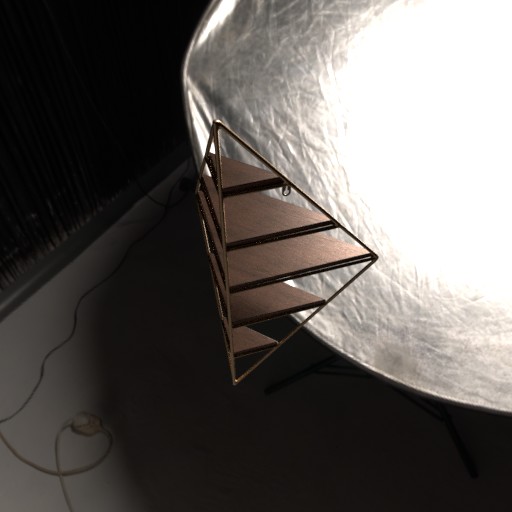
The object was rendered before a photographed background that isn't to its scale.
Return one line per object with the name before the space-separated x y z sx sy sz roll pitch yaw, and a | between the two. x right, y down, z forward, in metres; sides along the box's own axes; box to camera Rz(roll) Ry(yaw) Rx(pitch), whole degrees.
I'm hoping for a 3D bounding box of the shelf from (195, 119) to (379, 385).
shelf | 0.000 0.000 1.146 0.564 0.913 0.294 21 50 19
